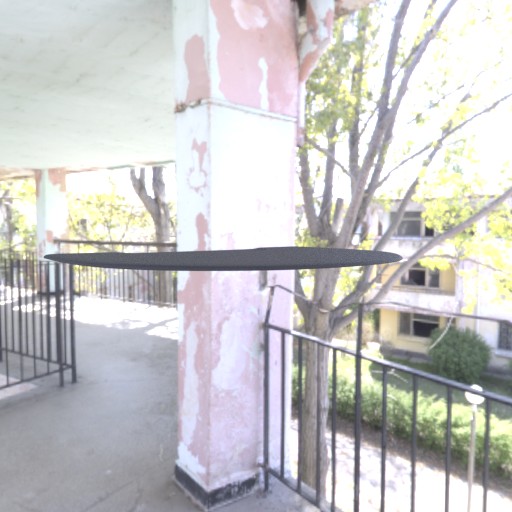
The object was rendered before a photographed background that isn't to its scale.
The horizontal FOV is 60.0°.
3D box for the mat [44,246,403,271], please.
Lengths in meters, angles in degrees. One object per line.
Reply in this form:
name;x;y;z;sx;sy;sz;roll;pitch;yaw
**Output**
mat;0.000;0.000;1.572;1.220;0.016;0.917;-3;4;-37
